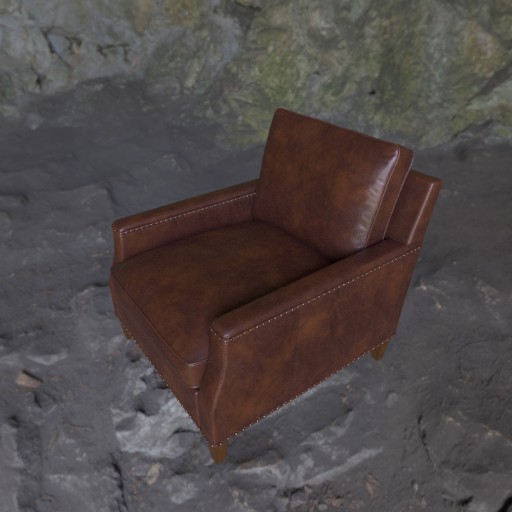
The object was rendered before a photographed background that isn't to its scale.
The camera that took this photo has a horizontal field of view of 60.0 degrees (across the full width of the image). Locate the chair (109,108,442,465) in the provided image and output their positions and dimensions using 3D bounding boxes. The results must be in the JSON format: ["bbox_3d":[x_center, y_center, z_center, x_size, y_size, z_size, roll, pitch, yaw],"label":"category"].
[{"bbox_3d":[0.000,0.000,1.756,1.014,0.929,0.853,-21,38,-30],"label":"chair"}]
